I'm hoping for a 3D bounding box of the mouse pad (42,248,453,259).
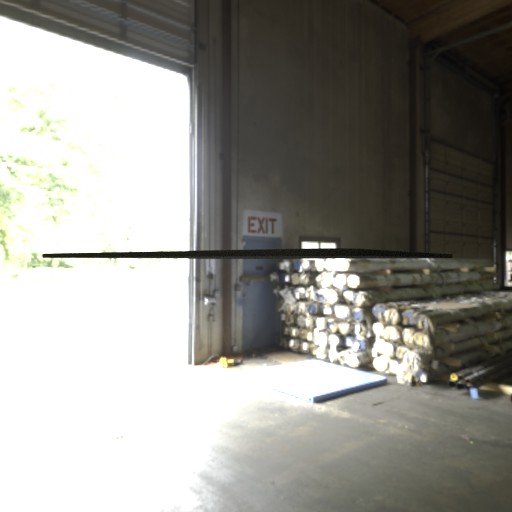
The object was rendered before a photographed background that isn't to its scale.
[{"bbox_3d":[0.000,0.000,0.317,0.229,0.003,0.203,0,-1,35],"label":"mouse pad"}]
